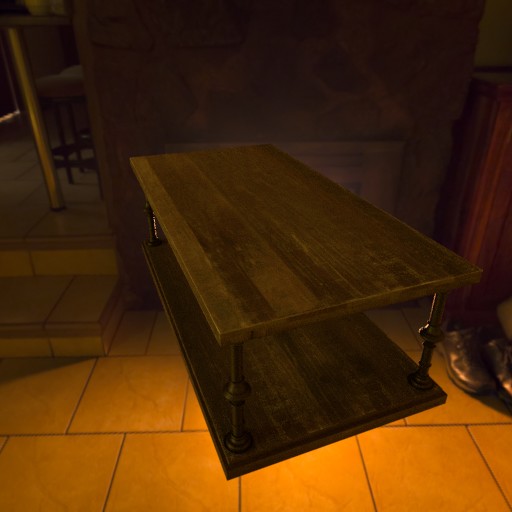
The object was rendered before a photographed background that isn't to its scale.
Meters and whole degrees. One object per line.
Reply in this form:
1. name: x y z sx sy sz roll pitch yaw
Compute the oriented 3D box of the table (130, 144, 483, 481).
1. table: 0.000 0.000 1.337 0.554 0.373 1.088 -11 30 -19
